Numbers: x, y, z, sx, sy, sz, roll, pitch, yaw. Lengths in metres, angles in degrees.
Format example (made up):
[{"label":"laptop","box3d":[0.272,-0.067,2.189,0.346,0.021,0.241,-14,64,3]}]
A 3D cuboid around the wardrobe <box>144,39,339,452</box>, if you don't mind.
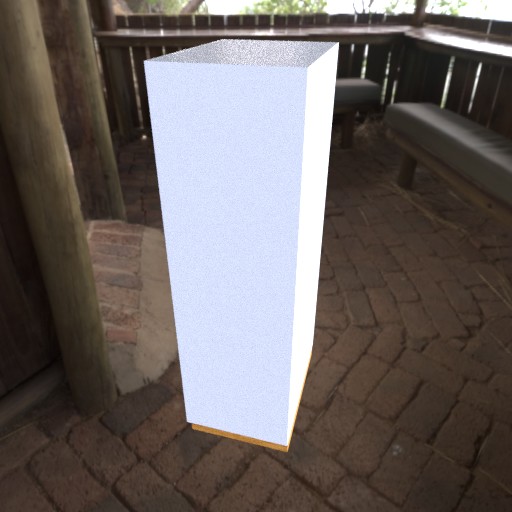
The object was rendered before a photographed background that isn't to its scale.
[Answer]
[{"label":"wardrobe","box3d":[0.000,0.000,2.410,0.600,2.040,0.860,8,32,13]}]
